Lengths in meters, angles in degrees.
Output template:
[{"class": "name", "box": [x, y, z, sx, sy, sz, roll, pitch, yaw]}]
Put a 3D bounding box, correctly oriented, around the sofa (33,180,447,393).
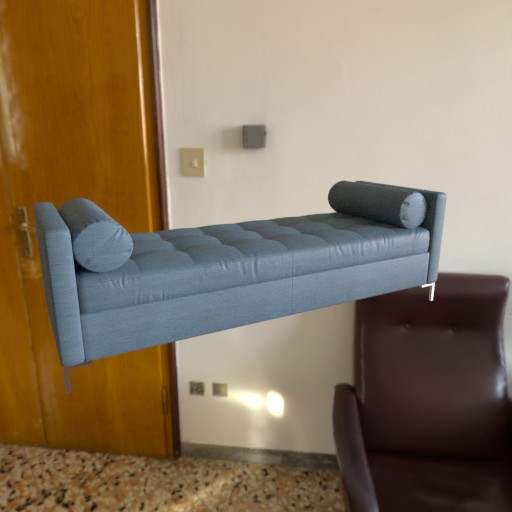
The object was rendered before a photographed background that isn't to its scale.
[{"class": "sofa", "box": [0.000, 0.000, 2.294, 1.981, 0.635, 0.686, -8, 18, -27]}]
